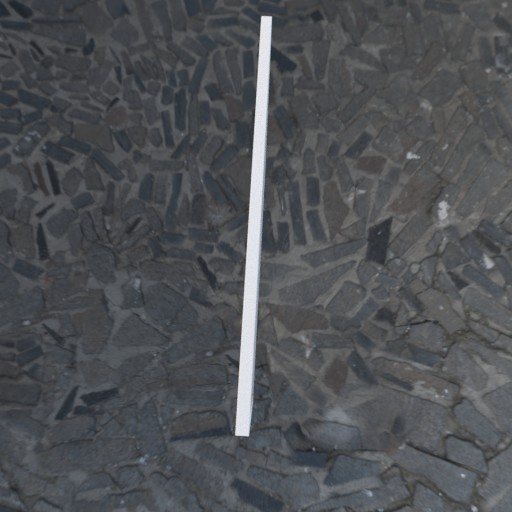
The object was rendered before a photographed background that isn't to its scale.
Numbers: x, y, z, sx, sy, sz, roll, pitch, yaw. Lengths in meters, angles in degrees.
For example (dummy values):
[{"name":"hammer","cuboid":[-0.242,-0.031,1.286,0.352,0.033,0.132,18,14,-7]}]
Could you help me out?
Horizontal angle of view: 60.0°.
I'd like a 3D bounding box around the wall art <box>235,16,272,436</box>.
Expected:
[{"name":"wall art","cuboid":[0.000,0.000,0.679,0.012,0.457,0.457,3,75,1]}]
